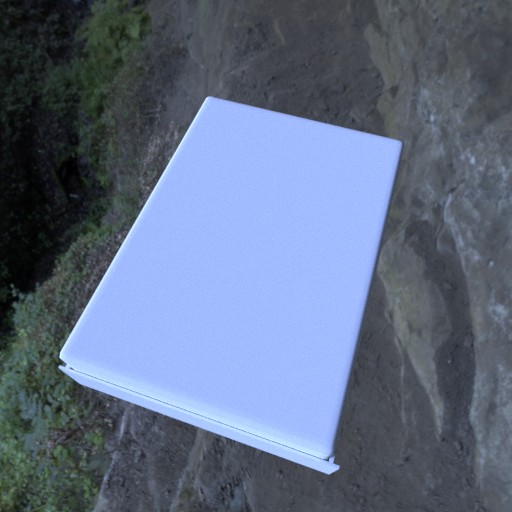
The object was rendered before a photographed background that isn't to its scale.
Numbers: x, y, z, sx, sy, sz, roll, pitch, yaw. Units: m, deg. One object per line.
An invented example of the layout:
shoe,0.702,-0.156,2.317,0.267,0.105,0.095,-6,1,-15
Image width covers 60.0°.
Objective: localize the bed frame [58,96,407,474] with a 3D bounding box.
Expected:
bed frame,0.000,0.000,2.639,1.445,0.497,1.945,16,61,9
